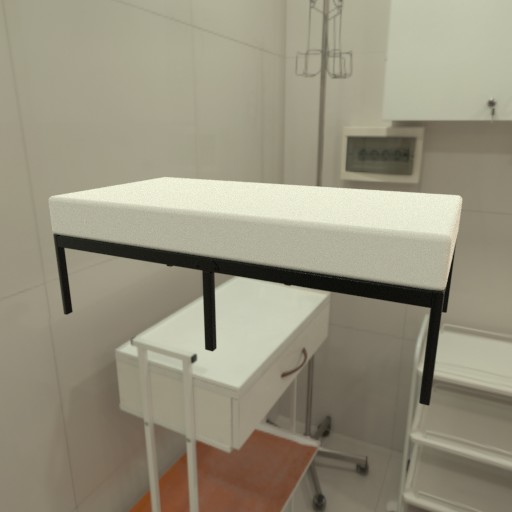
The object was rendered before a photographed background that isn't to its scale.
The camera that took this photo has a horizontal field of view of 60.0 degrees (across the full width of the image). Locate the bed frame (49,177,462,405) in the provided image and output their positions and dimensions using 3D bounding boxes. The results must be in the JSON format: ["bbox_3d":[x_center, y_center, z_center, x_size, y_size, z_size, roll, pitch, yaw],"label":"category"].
[{"bbox_3d":[0.000,0.000,2.418,1.950,0.659,1.023,8,18,25],"label":"bed frame"}]
